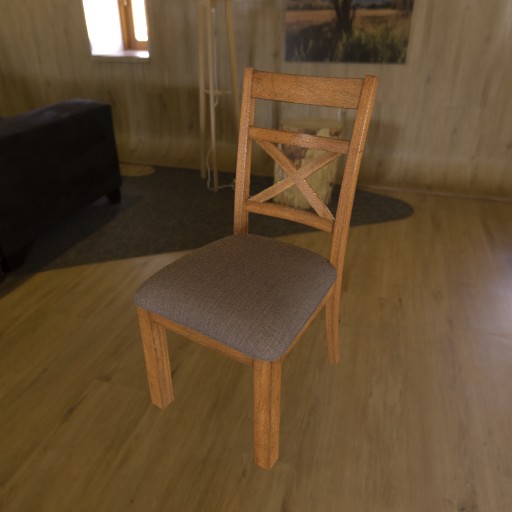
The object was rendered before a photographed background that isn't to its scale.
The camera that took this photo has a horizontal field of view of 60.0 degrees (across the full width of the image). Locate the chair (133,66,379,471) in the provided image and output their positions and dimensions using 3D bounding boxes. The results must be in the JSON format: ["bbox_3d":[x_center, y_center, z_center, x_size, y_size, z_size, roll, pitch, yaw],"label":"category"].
[{"bbox_3d":[0.000,0.000,1.279,0.470,0.949,0.581,17,33,29],"label":"chair"}]
